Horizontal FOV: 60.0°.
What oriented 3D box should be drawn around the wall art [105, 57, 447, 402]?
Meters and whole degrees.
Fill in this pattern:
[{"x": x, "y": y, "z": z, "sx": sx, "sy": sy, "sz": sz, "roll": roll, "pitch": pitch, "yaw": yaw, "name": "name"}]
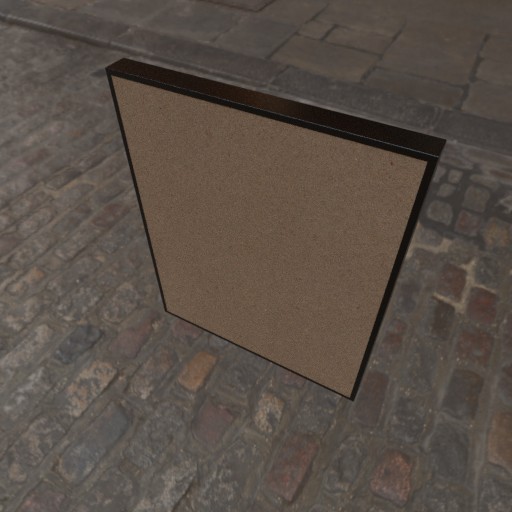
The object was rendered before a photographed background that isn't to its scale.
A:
[{"x": 0.000, "y": 0.000, "z": 0.738, "sx": 0.448, "sy": 0.551, "sz": 0.038, "roll": 22, "pitch": 50, "yaw": 19, "name": "wall art"}]
